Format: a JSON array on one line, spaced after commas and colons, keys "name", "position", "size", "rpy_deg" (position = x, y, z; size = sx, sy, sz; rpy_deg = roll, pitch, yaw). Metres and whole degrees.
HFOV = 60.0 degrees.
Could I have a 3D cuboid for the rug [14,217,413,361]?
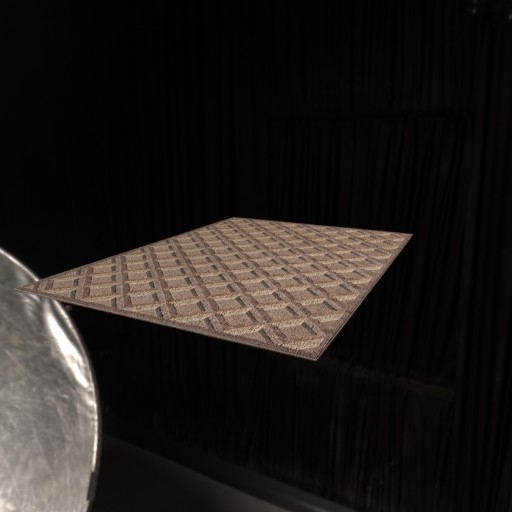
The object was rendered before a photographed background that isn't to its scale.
[{"name": "rug", "position": [0.000, 0.000, 4.189], "size": [2.382, 0.018, 3.294], "rpy_deg": [8, 17, 26]}]
